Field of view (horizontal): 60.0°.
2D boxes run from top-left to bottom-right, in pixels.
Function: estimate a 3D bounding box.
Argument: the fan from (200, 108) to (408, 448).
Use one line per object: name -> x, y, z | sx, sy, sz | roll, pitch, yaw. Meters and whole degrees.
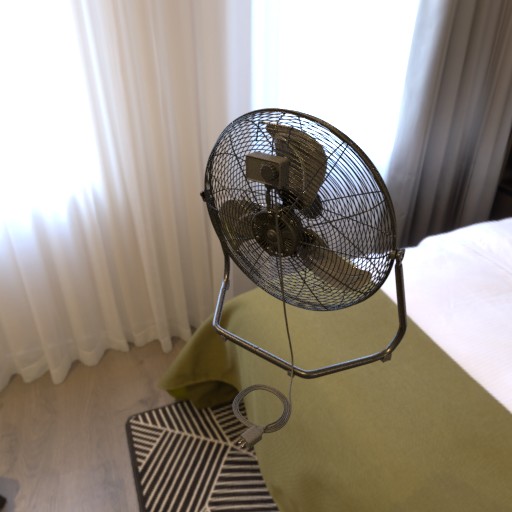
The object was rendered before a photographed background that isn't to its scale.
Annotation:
fan -> 0.000, 0.000, 0.994 | 0.595, 0.605, 0.470 | 21, 36, 32
